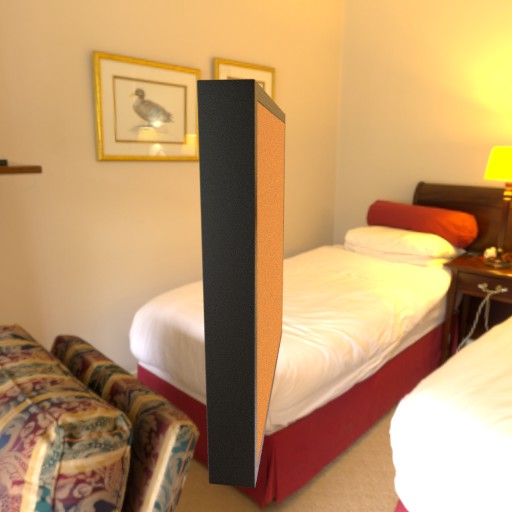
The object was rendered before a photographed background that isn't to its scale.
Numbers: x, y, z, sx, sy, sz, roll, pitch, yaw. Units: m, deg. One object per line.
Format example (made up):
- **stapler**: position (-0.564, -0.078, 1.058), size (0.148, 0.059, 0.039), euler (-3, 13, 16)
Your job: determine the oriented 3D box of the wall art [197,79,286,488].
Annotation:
- **wall art**: position (0.000, 0.000, 0.456), size (0.037, 0.299, 0.299), euler (2, 14, 7)
